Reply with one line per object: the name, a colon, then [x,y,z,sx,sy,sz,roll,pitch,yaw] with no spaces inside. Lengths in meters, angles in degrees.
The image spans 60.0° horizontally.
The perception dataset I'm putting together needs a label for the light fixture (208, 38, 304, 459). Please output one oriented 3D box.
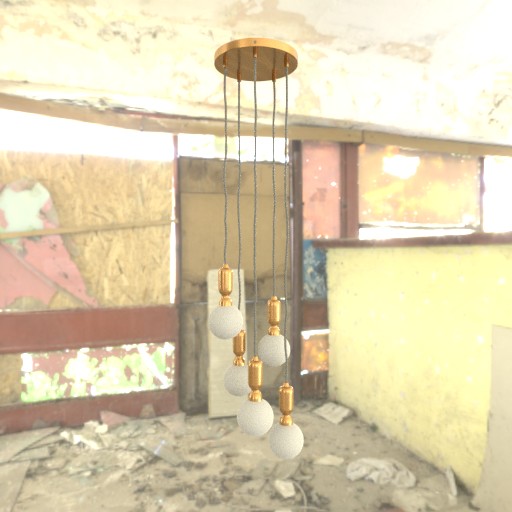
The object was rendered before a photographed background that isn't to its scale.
light fixture: [0.000,0.000,0.509,0.108,0.457,0.105,0,1,1]
